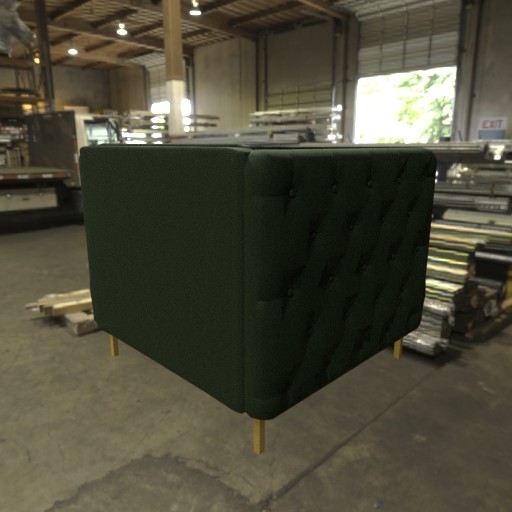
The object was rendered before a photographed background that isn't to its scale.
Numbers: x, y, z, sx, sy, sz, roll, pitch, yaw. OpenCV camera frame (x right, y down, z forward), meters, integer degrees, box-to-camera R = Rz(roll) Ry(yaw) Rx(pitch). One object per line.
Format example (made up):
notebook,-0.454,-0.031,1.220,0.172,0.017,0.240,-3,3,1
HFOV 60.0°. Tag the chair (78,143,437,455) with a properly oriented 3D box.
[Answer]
chair,0.000,0.000,1.556,0.917,0.768,0.855,14,20,43
